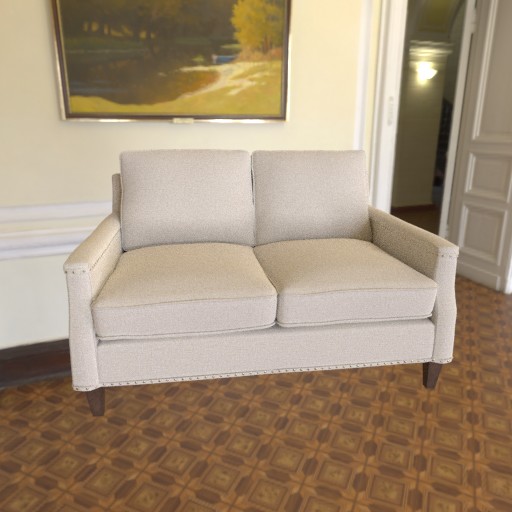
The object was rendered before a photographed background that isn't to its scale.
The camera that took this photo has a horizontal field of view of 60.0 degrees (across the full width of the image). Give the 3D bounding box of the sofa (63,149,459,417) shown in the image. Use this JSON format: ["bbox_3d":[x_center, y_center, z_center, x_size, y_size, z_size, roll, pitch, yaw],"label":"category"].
[{"bbox_3d":[0.000,0.000,2.212,1.597,1.003,1.084,-2,17,-8],"label":"sofa"}]
